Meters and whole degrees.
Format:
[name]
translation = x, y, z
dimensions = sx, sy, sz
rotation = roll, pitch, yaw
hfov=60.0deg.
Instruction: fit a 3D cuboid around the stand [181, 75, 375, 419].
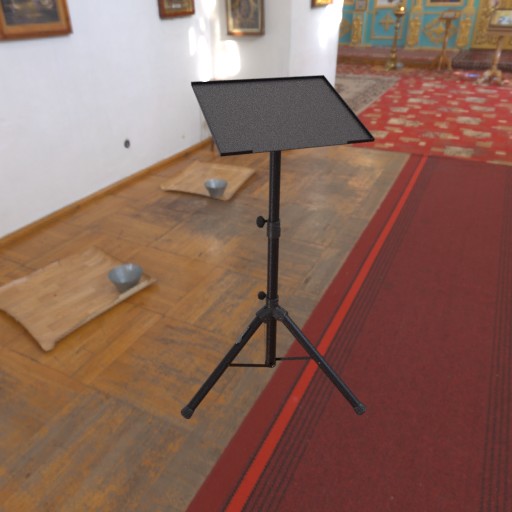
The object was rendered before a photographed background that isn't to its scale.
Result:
[stand]
translation = 0.000, 0.000, 1.640
dimensions = 0.702, 1.198, 0.702
rotation = -9, 31, -16
